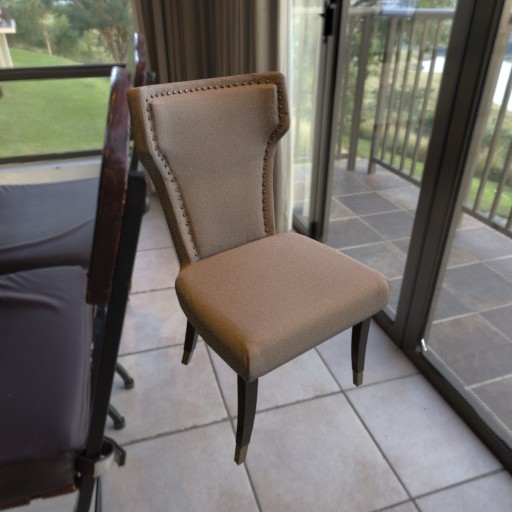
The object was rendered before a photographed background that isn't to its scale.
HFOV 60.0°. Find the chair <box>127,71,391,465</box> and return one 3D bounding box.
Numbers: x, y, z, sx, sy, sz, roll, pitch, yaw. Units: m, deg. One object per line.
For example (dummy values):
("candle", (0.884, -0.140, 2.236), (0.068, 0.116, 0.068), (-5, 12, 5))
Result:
("chair", (0.000, 0.000, 1.327), (0.526, 0.950, 0.630), (-21, 36, -31))
